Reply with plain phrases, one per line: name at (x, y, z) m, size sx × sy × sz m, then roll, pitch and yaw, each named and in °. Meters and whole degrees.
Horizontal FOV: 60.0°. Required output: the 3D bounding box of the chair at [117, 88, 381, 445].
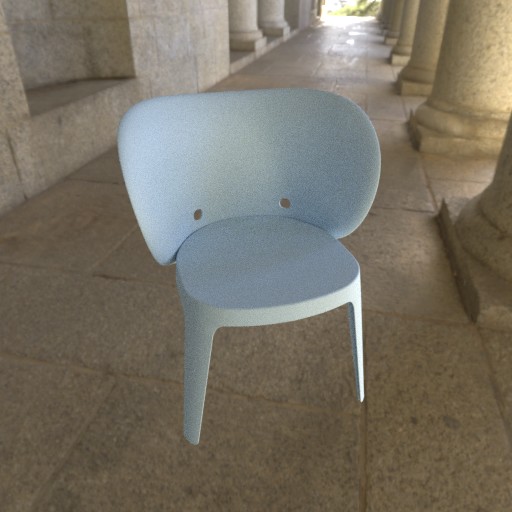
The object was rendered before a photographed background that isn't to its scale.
chair at (0.000, 0.000, 0.869) m, size 0.451 × 0.554 × 0.402 m, roll -9°, pitch 33°, yaw -14°
